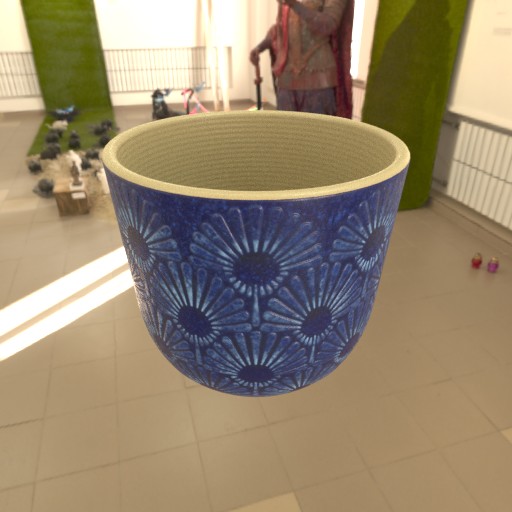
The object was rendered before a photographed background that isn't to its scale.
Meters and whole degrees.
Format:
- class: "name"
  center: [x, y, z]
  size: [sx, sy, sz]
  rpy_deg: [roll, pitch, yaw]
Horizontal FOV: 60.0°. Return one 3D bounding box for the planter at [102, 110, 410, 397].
- class: "planter"
  center: [0.000, 0.000, 0.291]
  size: [0.170, 0.153, 0.170]
  rpy_deg: [0, 30, 0]
